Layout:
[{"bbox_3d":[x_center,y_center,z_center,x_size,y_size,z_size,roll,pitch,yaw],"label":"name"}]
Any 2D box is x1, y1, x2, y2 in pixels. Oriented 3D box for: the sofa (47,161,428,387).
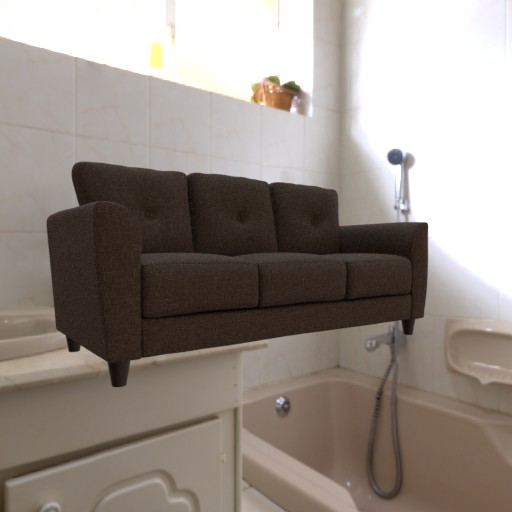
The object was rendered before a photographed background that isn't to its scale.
[{"bbox_3d":[0.000,0.000,2.289,1.847,0.891,0.837,0,1,-36],"label":"sofa"}]
